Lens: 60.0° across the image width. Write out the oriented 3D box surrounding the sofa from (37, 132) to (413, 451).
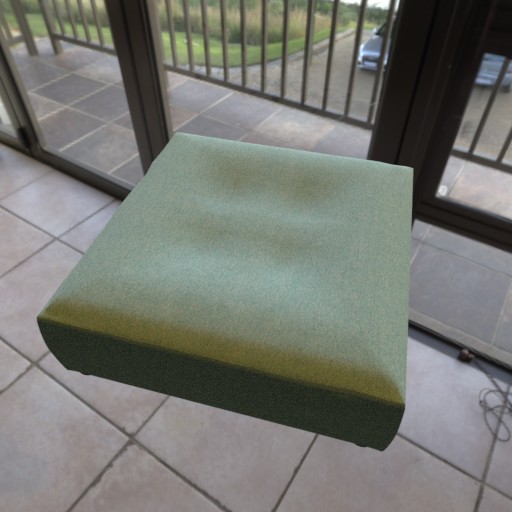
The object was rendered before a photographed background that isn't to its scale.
[{"bbox_3d":[0.000,0.000,1.425,0.930,0.330,0.930,11,47,10],"label":"sofa"}]
